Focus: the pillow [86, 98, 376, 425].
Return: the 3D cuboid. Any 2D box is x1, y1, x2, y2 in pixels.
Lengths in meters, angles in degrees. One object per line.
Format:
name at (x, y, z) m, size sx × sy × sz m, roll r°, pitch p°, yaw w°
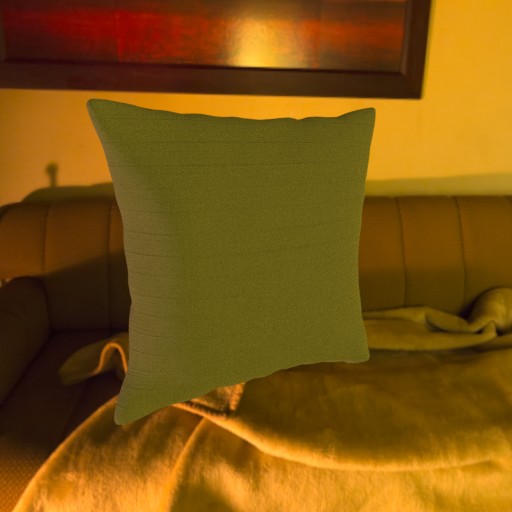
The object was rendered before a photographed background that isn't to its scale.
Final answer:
pillow at (0.000, 0.000, 0.704) m, size 0.470 × 0.464 × 0.175 m, roll -7°, pitch 16°, yaw -26°
